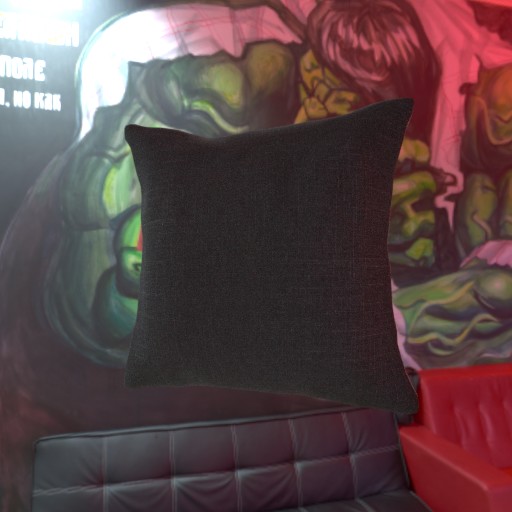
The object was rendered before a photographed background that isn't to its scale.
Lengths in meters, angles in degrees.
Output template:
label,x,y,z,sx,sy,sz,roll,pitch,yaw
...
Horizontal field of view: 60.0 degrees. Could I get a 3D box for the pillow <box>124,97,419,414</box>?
label,x,y,z,sx,sy,sz,roll,pitch,yaw
pillow,0.000,0.000,0.681,0.468,0.444,0.138,0,-1,17
